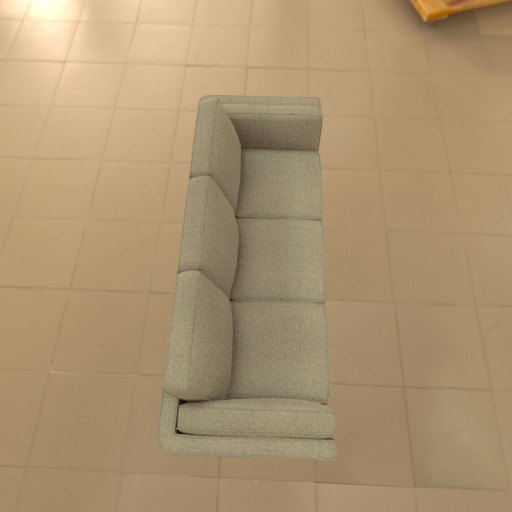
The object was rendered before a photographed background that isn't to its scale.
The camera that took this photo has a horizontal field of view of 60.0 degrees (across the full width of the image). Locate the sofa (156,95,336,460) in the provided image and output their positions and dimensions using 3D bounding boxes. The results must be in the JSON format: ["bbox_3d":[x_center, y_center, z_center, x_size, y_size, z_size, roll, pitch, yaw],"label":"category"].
[{"bbox_3d":[0.000,0.000,2.830,0.903,0.899,2.362,2,63,1],"label":"sofa"}]
